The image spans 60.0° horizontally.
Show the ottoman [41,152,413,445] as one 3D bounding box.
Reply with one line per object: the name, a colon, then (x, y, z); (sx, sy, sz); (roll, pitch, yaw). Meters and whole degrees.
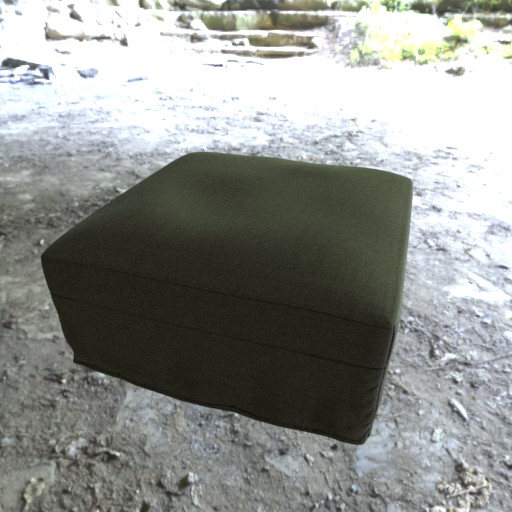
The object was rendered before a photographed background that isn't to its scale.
ottoman: (0.000, 0.000, 1.341); (0.843, 0.436, 0.840); (10, 32, 16)
